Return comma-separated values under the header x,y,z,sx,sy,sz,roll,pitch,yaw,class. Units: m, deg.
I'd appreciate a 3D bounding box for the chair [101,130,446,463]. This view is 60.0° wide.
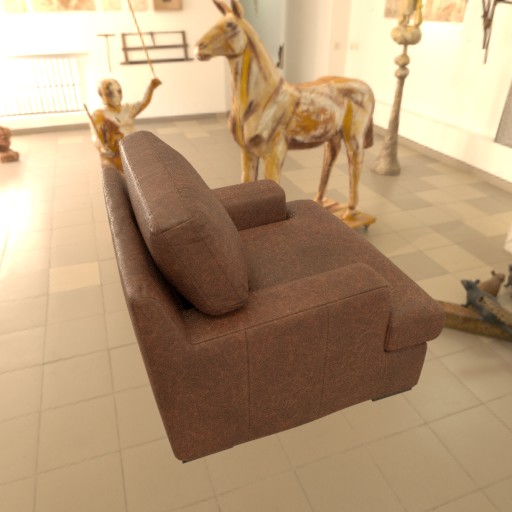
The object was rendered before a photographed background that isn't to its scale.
x,y,z,sx,sy,sz,roll,pitch,yaw,class
0.000,0.000,1.919,1.143,0.939,1.168,-11,32,-17,chair
